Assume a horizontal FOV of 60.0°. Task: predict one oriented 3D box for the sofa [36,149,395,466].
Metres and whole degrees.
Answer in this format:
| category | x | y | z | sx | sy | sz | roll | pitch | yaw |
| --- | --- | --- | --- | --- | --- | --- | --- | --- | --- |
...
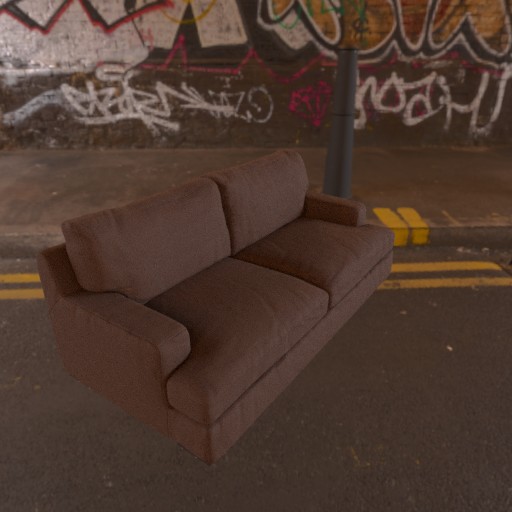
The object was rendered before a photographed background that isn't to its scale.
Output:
| category | x | y | z | sx | sy | sz | roll | pitch | yaw |
| --- | --- | --- | --- | --- | --- | --- | --- | --- | --- |
| sofa | 0.000 | 0.000 | 2.857 | 1.140 | 0.950 | 2.274 | 17 | 31 | 31 |
